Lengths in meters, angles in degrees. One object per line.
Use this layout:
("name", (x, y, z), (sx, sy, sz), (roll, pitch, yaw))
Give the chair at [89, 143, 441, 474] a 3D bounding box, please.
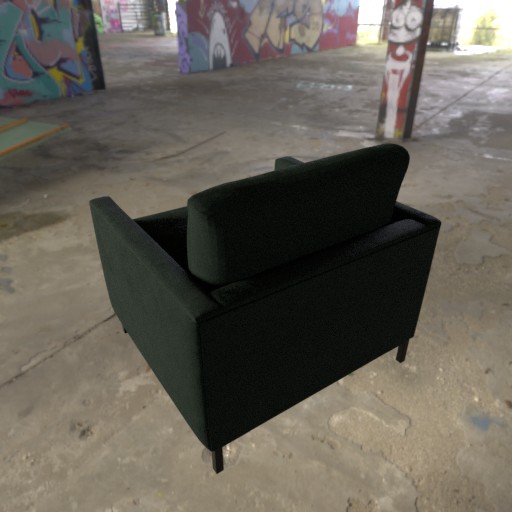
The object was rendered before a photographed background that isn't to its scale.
("chair", (0.000, 0.000, 1.653), (0.963, 0.861, 0.866), (-19, 35, -29))
